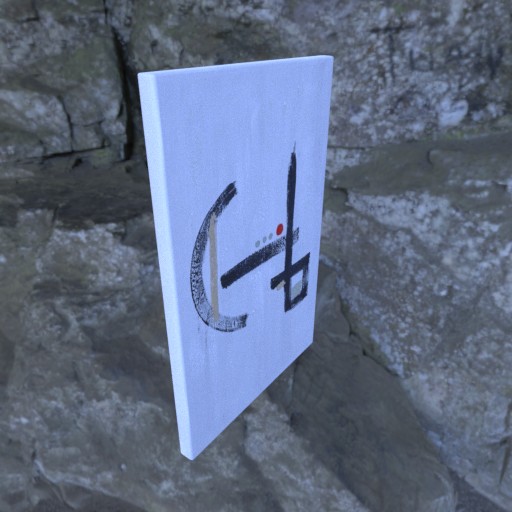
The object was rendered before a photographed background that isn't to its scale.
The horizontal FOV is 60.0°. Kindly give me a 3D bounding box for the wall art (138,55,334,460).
[{"bbox_3d":[0.000,0.000,1.142,0.048,0.916,0.602,19,33,32],"label":"wall art"}]
